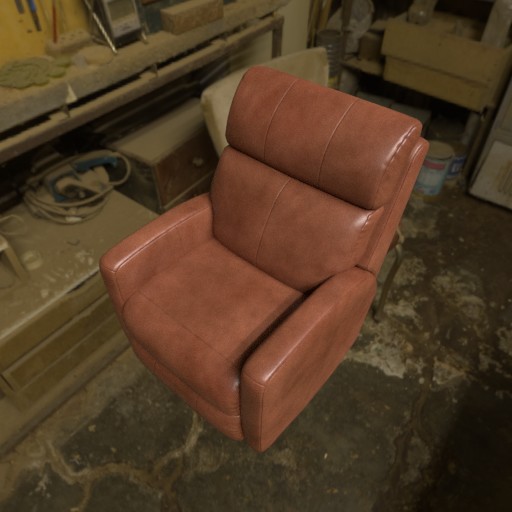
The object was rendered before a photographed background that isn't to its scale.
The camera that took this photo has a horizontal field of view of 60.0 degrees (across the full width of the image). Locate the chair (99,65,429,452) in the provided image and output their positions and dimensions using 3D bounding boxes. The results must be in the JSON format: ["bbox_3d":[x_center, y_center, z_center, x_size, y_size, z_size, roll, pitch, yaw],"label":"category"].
[{"bbox_3d":[0.000,0.000,1.646,0.787,1.016,0.939,31,53,27],"label":"chair"}]
